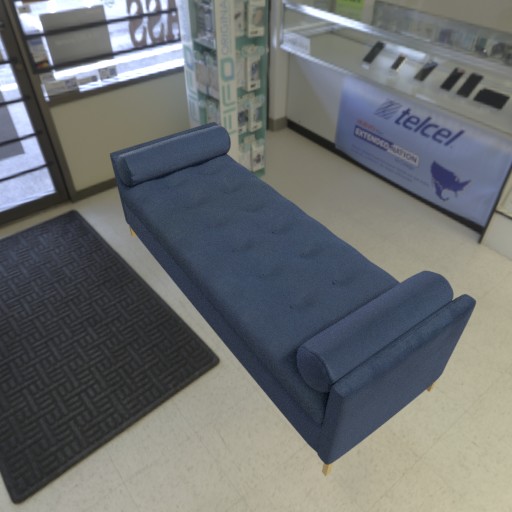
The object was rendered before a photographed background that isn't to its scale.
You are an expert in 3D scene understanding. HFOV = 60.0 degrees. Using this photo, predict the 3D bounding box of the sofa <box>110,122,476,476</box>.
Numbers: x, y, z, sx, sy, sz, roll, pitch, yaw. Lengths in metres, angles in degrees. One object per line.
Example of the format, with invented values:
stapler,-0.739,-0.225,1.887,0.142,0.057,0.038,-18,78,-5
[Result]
sofa,0.000,0.000,2.484,0.796,0.705,2.102,-26,48,-26
